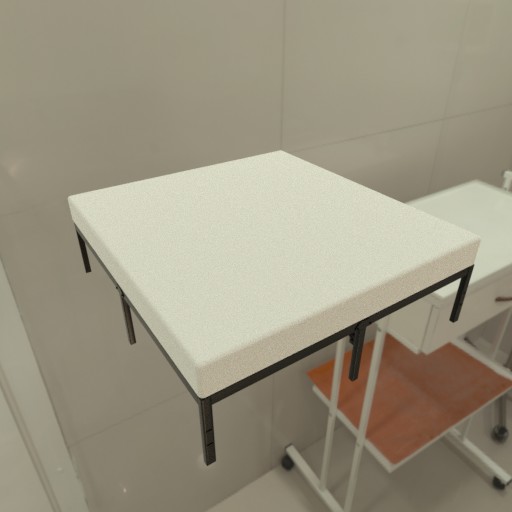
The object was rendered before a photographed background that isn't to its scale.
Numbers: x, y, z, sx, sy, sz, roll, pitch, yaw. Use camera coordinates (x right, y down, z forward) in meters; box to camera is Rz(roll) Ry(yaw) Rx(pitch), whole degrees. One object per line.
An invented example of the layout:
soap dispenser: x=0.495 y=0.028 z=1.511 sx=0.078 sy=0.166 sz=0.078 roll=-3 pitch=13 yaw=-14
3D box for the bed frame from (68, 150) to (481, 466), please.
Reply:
bed frame: x=0.000 y=0.000 z=3.140 sx=1.963 sy=0.659 sz=2.079 roll=-19 pitch=36 yaw=-29
